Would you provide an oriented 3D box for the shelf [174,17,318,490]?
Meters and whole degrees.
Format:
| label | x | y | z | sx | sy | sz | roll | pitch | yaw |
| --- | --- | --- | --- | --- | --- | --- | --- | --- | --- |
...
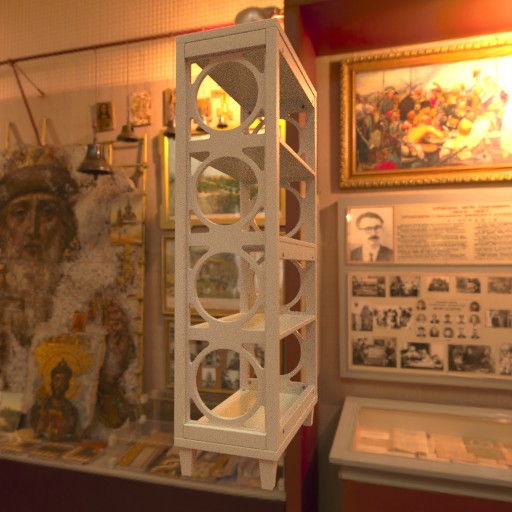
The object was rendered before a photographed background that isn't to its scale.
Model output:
| label | x | y | z | sx | sy | sz | roll | pitch | yaw |
| --- | --- | --- | --- | --- | --- | --- | --- | --- | --- |
| shelf | 0.000 | 0.000 | 1.649 | 0.340 | 1.411 | 0.611 | 0 | -1 | 19 |
